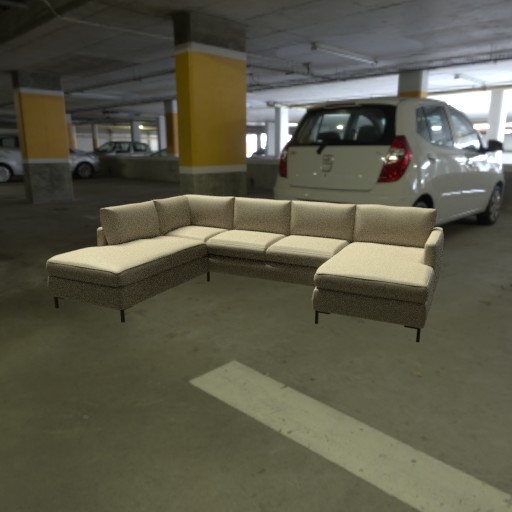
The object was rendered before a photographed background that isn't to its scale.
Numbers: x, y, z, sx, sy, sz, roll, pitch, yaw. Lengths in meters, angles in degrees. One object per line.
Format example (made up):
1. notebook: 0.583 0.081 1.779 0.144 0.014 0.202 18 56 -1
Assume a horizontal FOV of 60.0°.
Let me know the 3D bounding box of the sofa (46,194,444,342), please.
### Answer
1. sofa: 0.000 0.000 3.630 2.737 0.756 1.879 7 15 26
